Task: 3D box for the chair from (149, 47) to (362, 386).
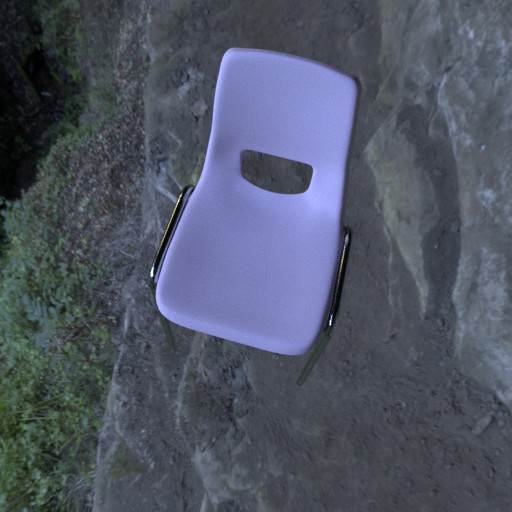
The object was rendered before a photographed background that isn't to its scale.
[{"bbox_3d":[0.000,0.000,0.932,0.381,0.704,0.436,15,74,4],"label":"chair"}]
